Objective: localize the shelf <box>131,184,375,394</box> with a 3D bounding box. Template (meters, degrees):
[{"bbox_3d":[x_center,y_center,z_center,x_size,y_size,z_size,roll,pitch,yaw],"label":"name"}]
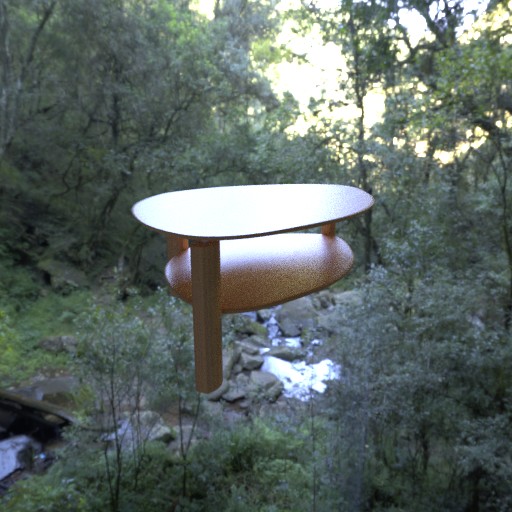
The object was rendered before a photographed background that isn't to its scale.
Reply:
[{"bbox_3d":[0.000,0.000,1.718,0.845,0.440,1.246,7,17,24],"label":"shelf"}]
